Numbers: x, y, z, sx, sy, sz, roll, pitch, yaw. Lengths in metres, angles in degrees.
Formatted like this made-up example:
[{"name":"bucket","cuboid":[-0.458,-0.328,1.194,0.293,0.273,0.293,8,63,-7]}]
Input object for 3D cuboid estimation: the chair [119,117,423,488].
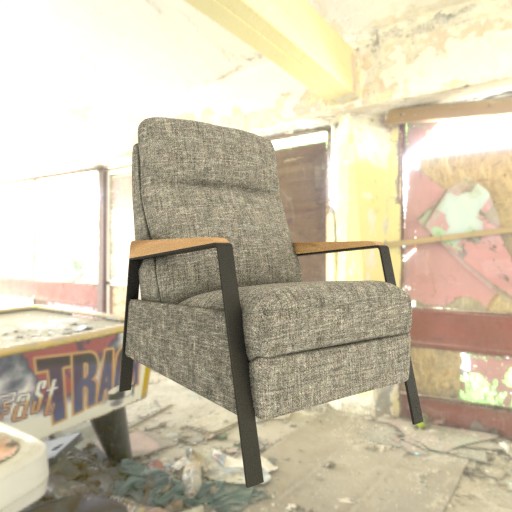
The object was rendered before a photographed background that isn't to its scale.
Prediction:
[{"name":"chair","cuboid":[0.000,0.000,1.543,0.671,1.042,0.868,0,1,-36]}]
